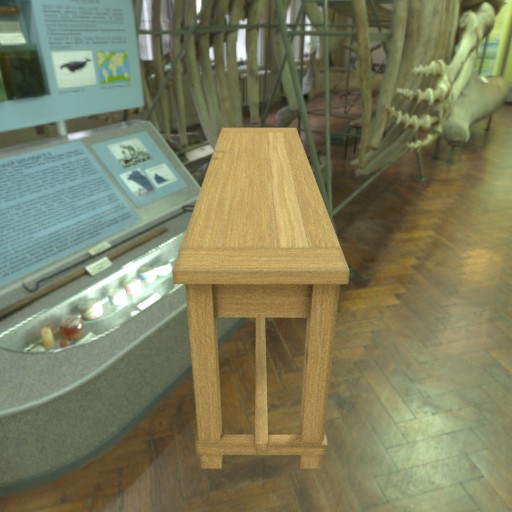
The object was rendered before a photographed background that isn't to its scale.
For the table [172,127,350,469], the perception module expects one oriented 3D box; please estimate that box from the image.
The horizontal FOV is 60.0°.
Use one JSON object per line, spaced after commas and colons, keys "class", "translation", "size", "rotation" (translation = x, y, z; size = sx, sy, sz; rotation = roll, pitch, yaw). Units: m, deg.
{"class": "table", "translation": [0.000, 0.000, 1.911], "size": [0.442, 0.762, 1.599], "rotation": [0, 28, 0]}
